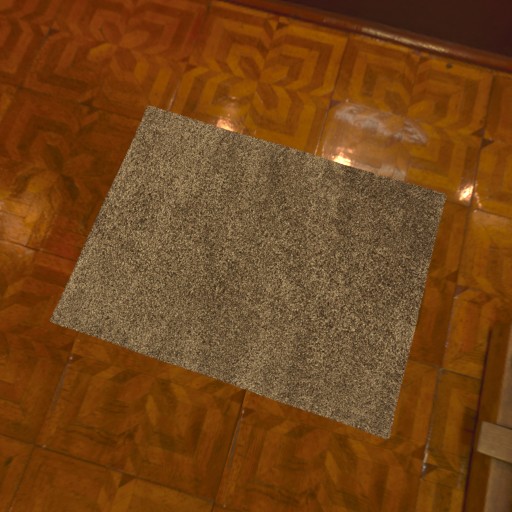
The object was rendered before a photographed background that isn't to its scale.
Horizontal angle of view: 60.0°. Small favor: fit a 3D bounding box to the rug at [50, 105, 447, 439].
[{"bbox_3d":[0.000,0.000,2.127,1.601,0.025,1.198,18,75,5],"label":"rug"}]
